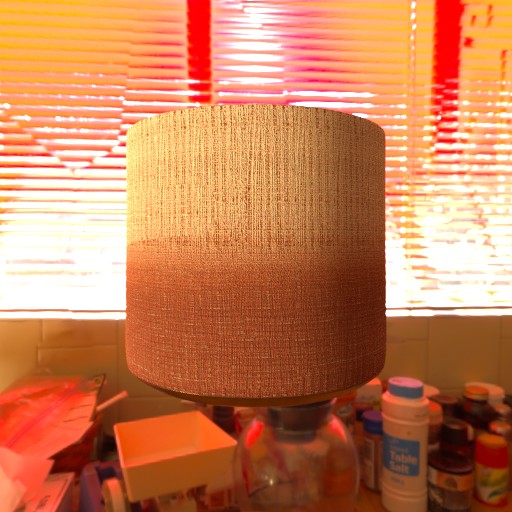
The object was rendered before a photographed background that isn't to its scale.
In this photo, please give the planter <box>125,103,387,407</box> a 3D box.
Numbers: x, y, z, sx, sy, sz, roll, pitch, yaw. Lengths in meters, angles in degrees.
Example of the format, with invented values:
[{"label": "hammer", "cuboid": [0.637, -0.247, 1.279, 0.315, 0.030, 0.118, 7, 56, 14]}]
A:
[{"label": "planter", "cuboid": [0.000, 0.000, 0.389, 0.221, 0.201, 0.221, 0, 2, 0]}]
